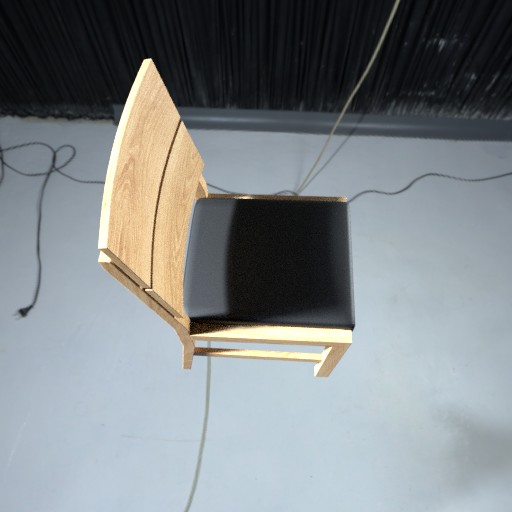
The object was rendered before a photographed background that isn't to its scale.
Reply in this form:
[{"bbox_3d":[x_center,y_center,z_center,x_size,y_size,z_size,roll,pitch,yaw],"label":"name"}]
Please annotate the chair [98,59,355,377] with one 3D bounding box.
[{"bbox_3d":[0.000,0.000,1.294,0.569,0.950,0.475,3,63,1],"label":"chair"}]
